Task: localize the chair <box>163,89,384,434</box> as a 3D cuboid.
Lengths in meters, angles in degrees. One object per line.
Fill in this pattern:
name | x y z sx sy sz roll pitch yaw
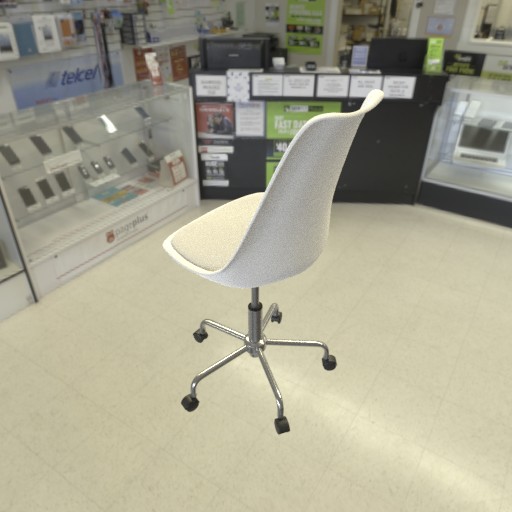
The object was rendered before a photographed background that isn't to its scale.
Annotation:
chair | 0.000 0.000 1.269 0.550 0.930 0.550 21 39 30
